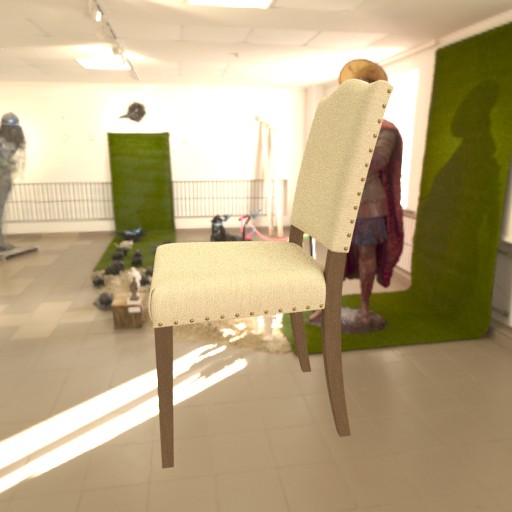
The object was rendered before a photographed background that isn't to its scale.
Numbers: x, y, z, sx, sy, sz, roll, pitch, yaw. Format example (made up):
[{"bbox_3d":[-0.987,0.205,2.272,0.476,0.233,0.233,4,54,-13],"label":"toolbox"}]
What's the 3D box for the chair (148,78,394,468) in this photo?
[{"bbox_3d":[0.000,0.000,1.342,0.619,1.015,0.508,-3,14,-10],"label":"chair"}]
